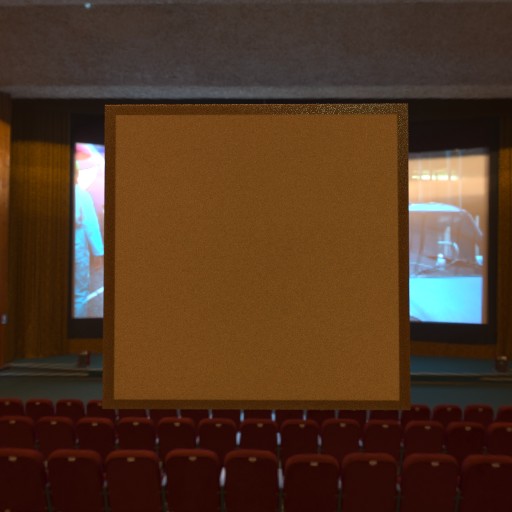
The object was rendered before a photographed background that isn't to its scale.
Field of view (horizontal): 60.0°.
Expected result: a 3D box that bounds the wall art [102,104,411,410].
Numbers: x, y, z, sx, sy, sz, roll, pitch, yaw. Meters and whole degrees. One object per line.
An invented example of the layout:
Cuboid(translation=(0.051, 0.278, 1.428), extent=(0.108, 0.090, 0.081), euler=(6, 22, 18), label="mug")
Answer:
Cuboid(translation=(0.000, 0.000, 0.756), extent=(0.510, 0.509, 0.033), euler=(0, -1, 1), label="wall art")
